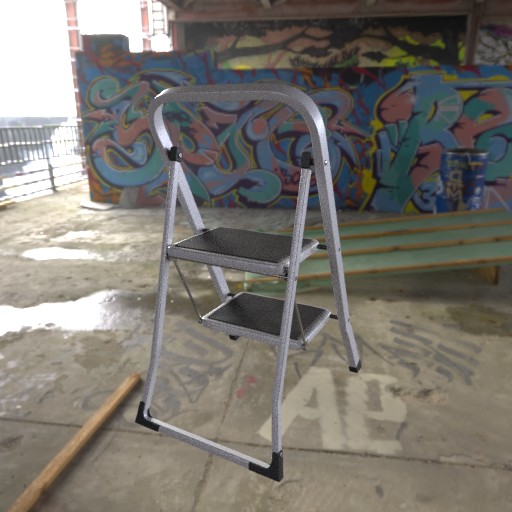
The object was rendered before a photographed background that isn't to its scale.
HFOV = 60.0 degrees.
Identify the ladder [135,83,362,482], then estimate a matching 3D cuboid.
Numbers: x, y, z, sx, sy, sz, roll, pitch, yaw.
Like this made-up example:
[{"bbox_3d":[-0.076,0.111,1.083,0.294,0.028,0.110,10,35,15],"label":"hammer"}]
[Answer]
[{"bbox_3d":[0.000,0.000,1.142,0.460,0.810,0.544,9,20,27],"label":"ladder"}]
